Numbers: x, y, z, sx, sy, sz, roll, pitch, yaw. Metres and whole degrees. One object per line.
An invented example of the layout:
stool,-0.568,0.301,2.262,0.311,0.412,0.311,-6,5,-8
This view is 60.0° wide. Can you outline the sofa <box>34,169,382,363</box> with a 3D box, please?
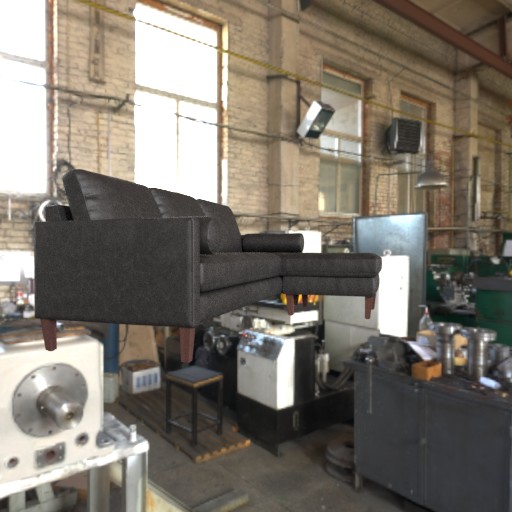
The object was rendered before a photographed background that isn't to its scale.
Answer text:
sofa,0.000,0.000,2.864,1.497,0.876,2.178,0,1,18
